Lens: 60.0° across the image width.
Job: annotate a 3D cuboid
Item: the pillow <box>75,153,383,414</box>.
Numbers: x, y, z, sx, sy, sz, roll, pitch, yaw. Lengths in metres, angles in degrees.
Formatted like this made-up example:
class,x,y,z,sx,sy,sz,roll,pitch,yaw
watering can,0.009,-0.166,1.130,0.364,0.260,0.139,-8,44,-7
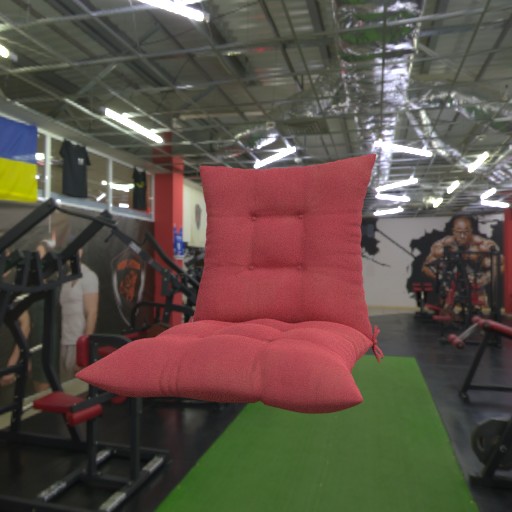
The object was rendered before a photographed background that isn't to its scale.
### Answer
class,x,y,z,sx,sy,sz,roll,pitch,yaw
pillow,0.000,0.000,0.992,0.541,0.536,0.585,0,0,17
